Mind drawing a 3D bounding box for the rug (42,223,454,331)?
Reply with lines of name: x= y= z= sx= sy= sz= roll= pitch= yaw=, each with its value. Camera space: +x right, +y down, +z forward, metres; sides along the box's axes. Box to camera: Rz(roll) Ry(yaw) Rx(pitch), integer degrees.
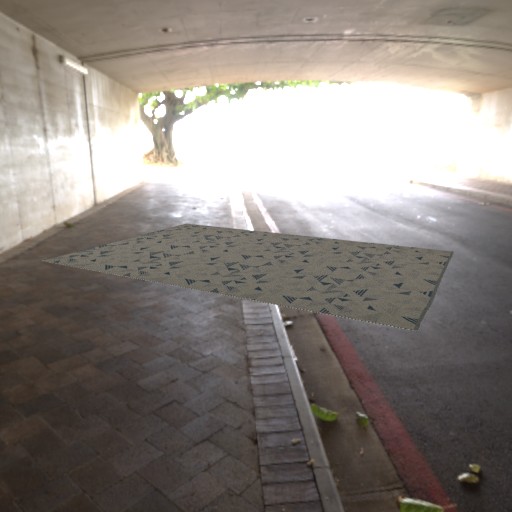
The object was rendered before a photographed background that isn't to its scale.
rug: x=0.000 y=0.000 z=2.343 sx=1.835 sy=0.003 sz=1.206 roll=8 pitch=16 yaw=27
